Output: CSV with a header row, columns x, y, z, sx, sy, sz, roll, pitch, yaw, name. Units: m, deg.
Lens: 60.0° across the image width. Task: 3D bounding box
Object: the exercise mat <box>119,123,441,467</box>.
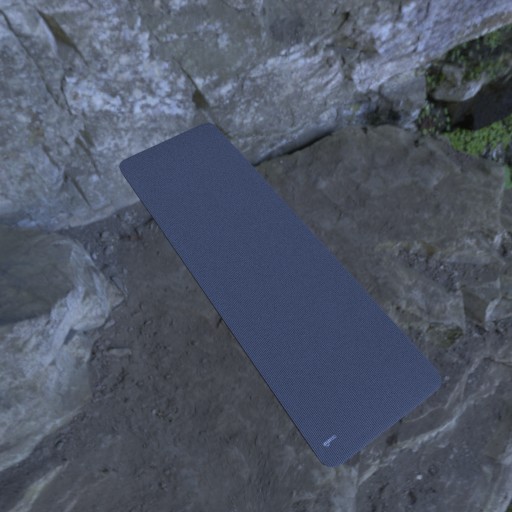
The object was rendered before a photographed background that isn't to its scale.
x,y,z,sx,sy,sz,roll,pitch,yaw,name
0.000,0.000,2.136,0.616,0.021,1.884,-30,62,-17,exercise mat
